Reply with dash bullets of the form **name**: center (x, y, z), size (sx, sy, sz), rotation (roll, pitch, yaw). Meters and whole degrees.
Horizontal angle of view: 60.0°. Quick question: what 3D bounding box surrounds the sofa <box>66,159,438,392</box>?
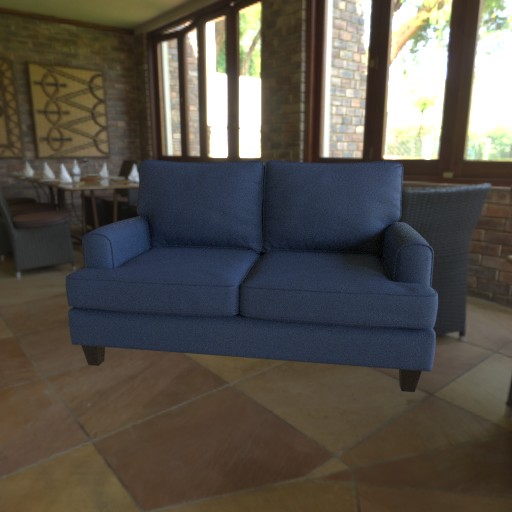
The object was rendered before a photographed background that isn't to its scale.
- **sofa**: center (0.000, 0.000, 2.303), size (1.651, 0.965, 0.965), rotation (2, 13, 9)
